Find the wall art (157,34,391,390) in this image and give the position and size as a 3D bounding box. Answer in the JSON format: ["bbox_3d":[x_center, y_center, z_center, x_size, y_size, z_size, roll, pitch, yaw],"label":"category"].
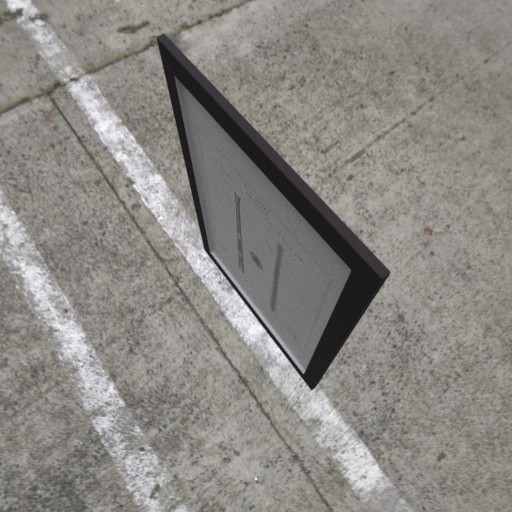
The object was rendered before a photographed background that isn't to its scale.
[{"bbox_3d":[0.000,0.000,0.677,0.012,0.529,0.374,-33,68,-15],"label":"wall art"}]
